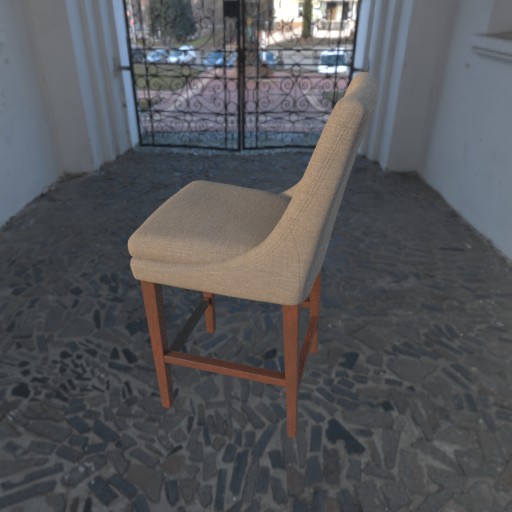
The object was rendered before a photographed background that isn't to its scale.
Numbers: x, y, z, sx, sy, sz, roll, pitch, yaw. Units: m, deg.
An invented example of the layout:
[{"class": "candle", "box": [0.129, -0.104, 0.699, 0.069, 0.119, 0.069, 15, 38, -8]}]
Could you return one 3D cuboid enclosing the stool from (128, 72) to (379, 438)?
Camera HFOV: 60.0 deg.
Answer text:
[{"class": "stool", "box": [0.000, 0.000, 1.306, 0.577, 0.981, 0.470, 8, 31, 14]}]
